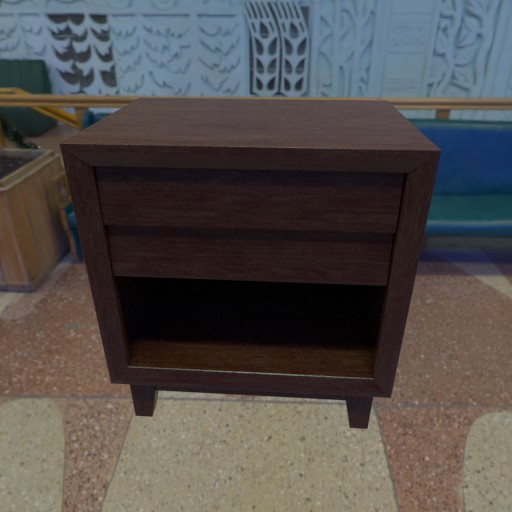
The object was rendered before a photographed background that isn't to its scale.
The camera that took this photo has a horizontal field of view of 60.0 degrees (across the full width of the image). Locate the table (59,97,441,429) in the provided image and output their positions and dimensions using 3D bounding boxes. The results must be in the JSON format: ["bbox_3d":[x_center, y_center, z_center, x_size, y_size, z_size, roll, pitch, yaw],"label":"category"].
[{"bbox_3d":[0.000,0.000,0.987,0.557,0.609,0.449,2,29,3],"label":"table"}]
